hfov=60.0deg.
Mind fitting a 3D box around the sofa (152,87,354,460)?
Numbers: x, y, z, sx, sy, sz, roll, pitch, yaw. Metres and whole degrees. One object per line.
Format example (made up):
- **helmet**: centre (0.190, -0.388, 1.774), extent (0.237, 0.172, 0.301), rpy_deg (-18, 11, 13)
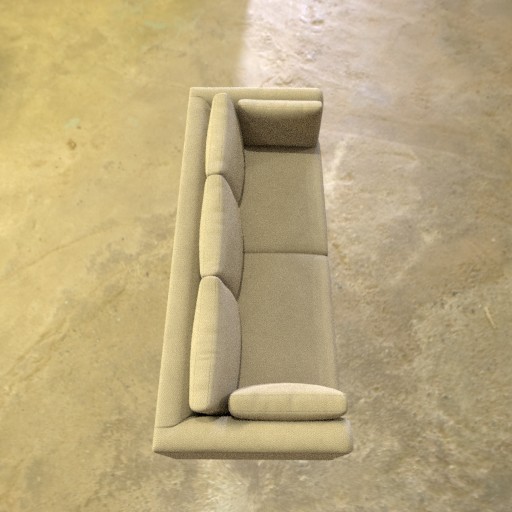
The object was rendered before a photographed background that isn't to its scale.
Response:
- **sofa**: centre (0.000, 0.000, 2.918), extent (0.969, 0.867, 2.415), rpy_deg (0, 63, 0)
